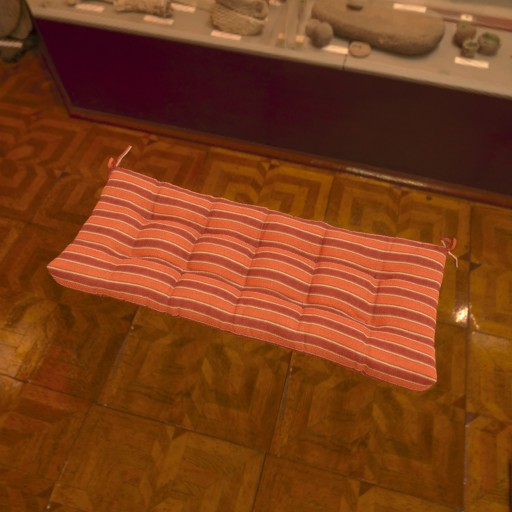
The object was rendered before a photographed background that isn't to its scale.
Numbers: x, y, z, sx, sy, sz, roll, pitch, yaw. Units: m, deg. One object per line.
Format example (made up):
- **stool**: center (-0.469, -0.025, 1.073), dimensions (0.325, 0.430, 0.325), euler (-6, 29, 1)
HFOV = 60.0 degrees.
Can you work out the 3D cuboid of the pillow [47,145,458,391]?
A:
- **pillow**: center (0.000, 0.000, 1.348), dimensions (1.194, 0.174, 0.511), euler (15, 60, 9)
